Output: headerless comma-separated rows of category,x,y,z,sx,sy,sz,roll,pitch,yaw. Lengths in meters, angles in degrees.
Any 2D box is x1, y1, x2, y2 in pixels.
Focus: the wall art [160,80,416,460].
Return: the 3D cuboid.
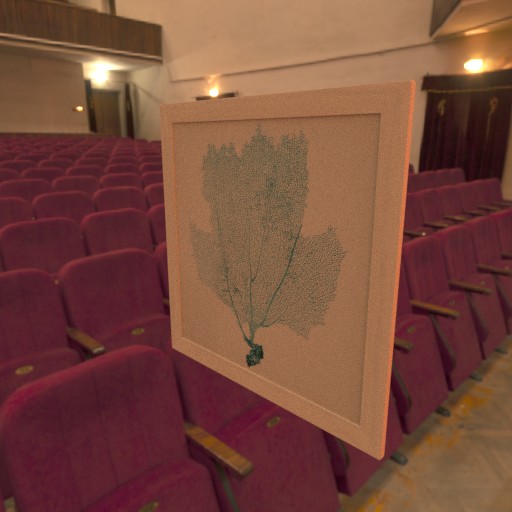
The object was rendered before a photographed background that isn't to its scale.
wall art,0.000,0.000,0.855,0.584,0.584,0.013,14,20,43
